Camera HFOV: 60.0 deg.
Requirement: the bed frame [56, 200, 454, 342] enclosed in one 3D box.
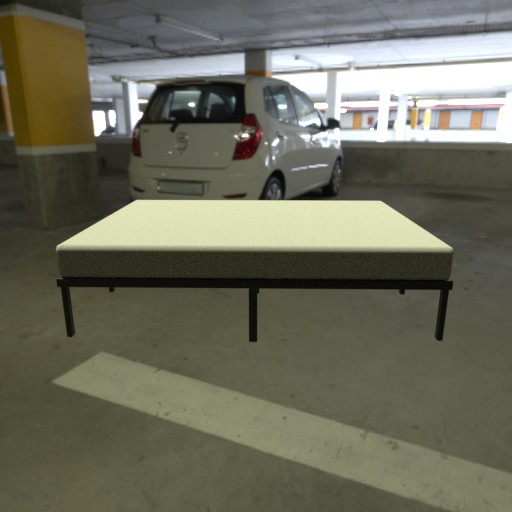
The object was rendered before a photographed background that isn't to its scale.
[{"bbox_3d":[0.000,0.000,3.866,2.842,0.680,2.205,2,17,8],"label":"bed frame"}]
